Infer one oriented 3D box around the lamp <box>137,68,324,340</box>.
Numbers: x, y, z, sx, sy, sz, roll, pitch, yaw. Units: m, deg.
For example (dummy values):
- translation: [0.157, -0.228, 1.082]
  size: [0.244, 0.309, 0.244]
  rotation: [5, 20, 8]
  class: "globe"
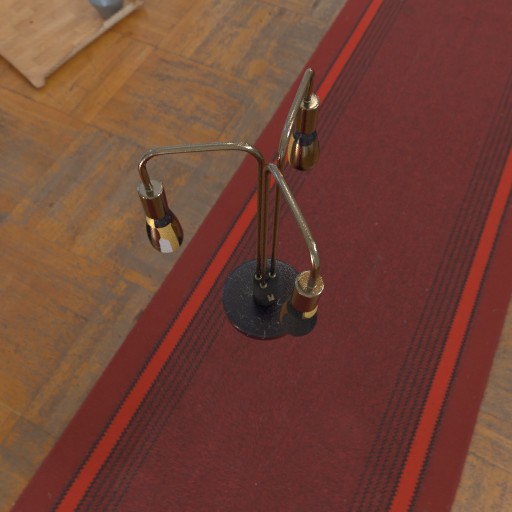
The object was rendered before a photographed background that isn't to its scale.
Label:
- translation: [0.000, 0.000, 0.825]
  size: [0.355, 0.560, 0.368]
  rotation: [-16, 64, -8]
  class: "lamp"
